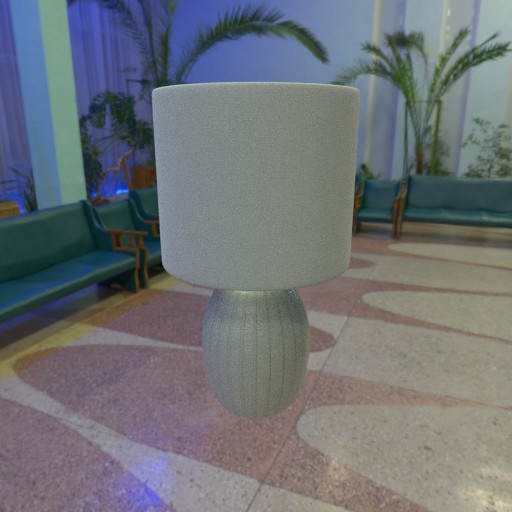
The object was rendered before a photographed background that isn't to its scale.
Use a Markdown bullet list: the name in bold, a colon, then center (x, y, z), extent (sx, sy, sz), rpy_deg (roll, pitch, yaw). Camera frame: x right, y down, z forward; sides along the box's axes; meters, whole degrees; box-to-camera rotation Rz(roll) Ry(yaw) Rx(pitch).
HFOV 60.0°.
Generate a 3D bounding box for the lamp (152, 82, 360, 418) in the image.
- **lamp**: center (0.000, 0.000, 0.789), extent (0.328, 0.570, 0.328), rpy_deg (0, 16, 0)
